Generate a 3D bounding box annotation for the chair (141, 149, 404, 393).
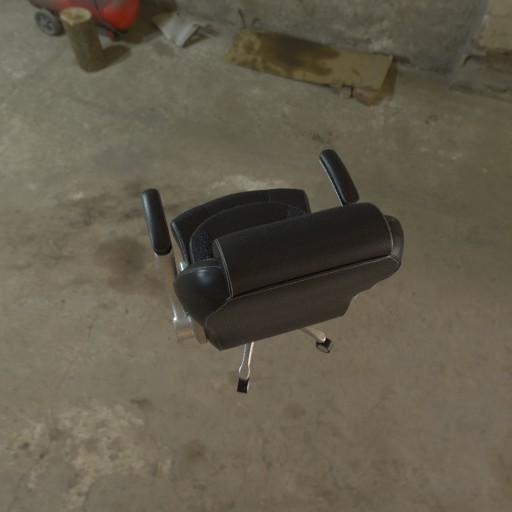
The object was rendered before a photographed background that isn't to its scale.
[{"bbox_3d":[0.000,0.000,1.599,0.724,1.141,0.801,-14,59,-9],"label":"chair"}]
